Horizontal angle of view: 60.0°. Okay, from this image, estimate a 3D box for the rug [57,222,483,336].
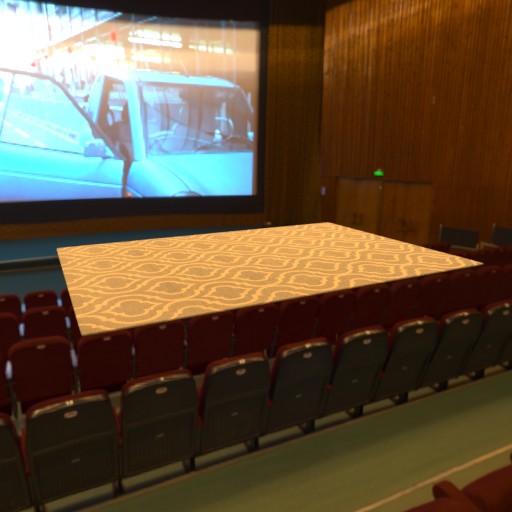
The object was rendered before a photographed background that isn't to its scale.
[{"bbox_3d":[0.000,0.000,2.613,2.080,0.010,1.451,-7,16,-26],"label":"rug"}]
